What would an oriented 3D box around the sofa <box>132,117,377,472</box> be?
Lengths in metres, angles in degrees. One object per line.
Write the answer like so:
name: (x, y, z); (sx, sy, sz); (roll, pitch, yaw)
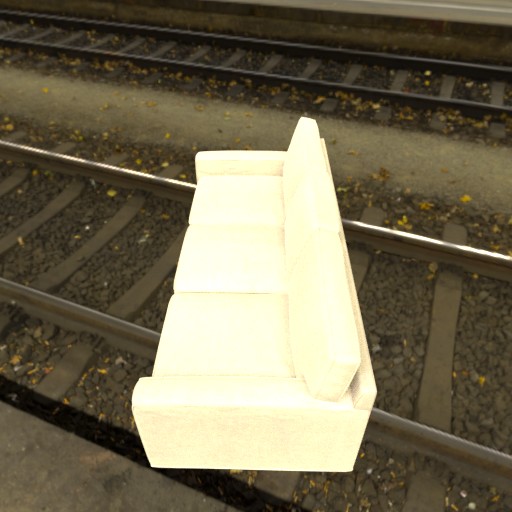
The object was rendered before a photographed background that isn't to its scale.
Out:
sofa: (0.000, 0.000, 2.560); (0.936, 0.862, 2.093); (1, 40, 1)
